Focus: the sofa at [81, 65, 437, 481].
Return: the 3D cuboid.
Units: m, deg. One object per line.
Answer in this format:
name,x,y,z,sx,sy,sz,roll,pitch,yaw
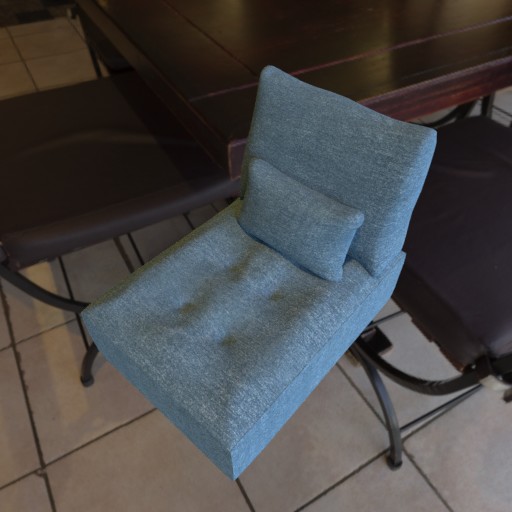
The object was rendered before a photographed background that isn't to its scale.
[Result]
sofa,0.000,0.000,1.498,0.700,0.820,1.000,33,55,27
